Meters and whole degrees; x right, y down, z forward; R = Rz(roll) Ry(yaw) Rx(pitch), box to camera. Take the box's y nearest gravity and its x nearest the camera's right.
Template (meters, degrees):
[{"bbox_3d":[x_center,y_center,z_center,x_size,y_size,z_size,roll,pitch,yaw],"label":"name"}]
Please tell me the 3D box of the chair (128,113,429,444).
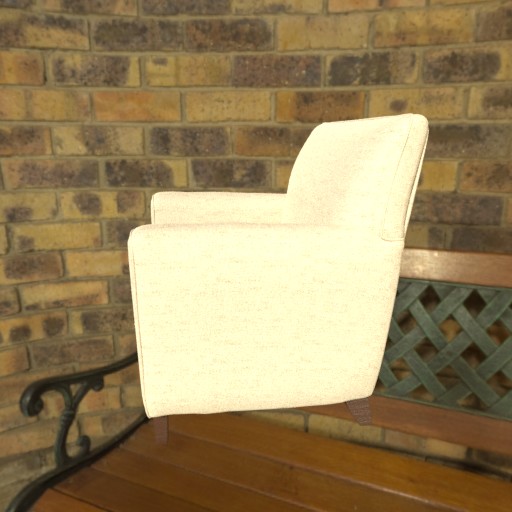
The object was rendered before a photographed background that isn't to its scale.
[{"bbox_3d":[0.000,0.000,1.588,0.823,0.943,0.870,-2,15,-8],"label":"chair"}]
